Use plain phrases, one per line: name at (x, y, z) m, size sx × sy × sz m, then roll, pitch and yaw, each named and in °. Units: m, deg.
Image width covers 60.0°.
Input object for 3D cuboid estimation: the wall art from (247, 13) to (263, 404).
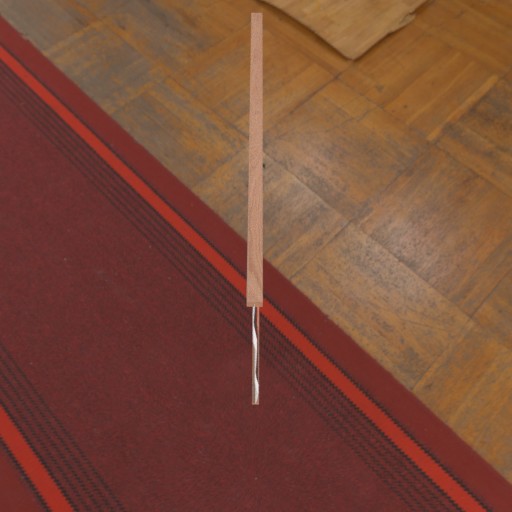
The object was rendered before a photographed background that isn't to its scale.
wall art at (0.000, 0.000, 0.631) m, size 0.012 × 0.508 × 0.332 m, roll 0°, pitch 63°, yaw 0°
